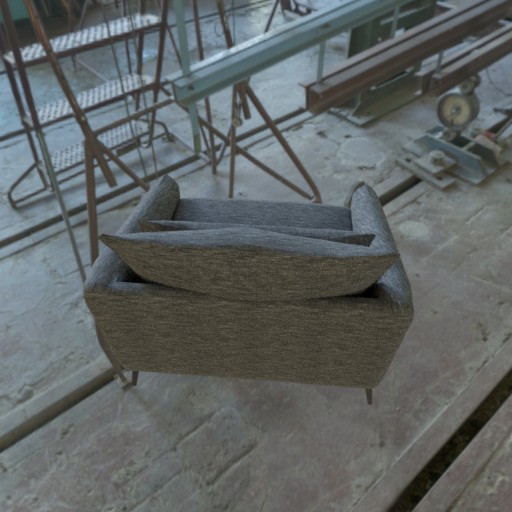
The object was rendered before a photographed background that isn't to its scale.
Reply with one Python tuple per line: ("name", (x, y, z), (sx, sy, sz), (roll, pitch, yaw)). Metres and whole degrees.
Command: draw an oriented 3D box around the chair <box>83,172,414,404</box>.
("chair", (0.000, 0.000, 1.662), (1.004, 0.842, 0.805), (3, 46, 3))
